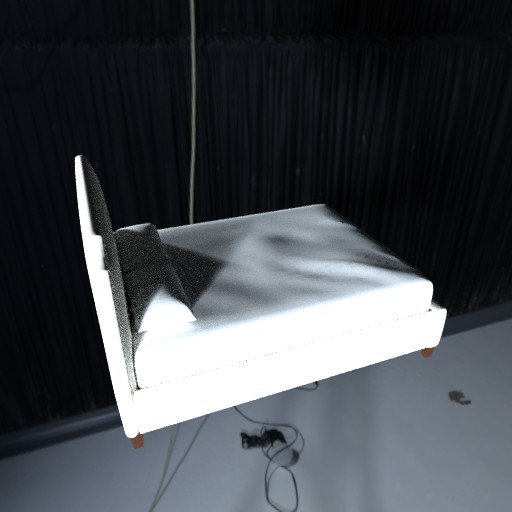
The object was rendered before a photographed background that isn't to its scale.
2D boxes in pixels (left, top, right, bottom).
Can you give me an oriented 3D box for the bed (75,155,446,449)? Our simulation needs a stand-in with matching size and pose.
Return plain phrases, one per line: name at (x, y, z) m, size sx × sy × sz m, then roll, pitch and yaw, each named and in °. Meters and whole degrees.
bed at (0.000, 0.000, 3.413) m, size 2.365 × 1.443 × 1.712 m, roll -11°, pitch 31°, yaw -19°
